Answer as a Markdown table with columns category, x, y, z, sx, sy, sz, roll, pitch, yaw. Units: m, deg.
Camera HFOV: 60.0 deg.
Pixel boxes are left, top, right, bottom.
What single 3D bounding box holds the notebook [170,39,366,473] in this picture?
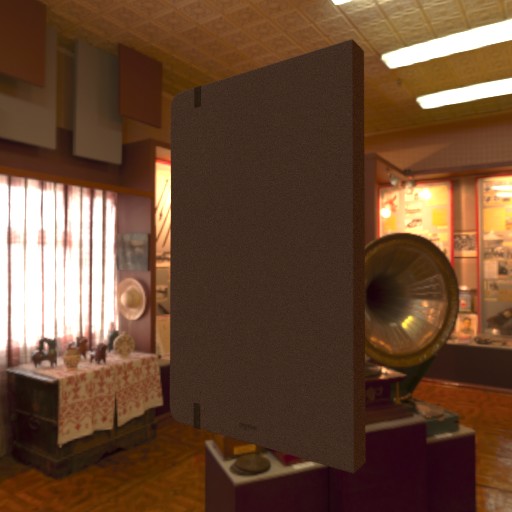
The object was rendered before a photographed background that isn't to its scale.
| category | x | y | z | sx | sy | sz | roll | pitch | yaw |
| --- | --- | --- | --- | --- | --- | --- | --- | --- | --- |
| notebook | 0.000 | 0.000 | 0.259 | 0.127 | 0.213 | 0.016 | -1 | -1 | 35 |
